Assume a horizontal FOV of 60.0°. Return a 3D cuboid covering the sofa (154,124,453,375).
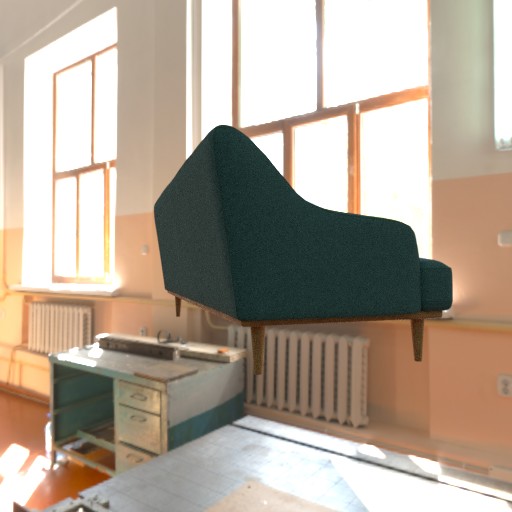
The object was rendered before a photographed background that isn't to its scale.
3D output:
[{"bbox_3d":[0.000,0.000,2.544,0.978,0.871,2.057,0,-1,-18],"label":"sofa"}]
